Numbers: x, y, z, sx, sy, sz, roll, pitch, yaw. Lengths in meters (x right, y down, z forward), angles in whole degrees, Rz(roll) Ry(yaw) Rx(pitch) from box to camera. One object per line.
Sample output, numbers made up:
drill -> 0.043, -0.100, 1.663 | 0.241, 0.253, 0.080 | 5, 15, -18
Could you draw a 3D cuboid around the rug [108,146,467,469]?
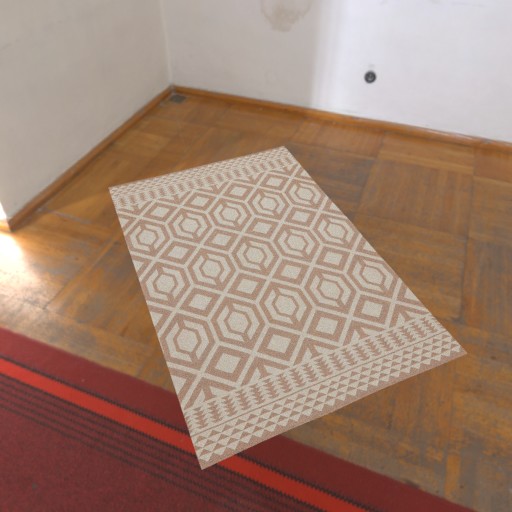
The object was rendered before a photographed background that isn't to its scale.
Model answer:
rug -> 0.000, 0.000, 2.355 | 1.219, 0.008, 1.829 | -17, 48, -16
